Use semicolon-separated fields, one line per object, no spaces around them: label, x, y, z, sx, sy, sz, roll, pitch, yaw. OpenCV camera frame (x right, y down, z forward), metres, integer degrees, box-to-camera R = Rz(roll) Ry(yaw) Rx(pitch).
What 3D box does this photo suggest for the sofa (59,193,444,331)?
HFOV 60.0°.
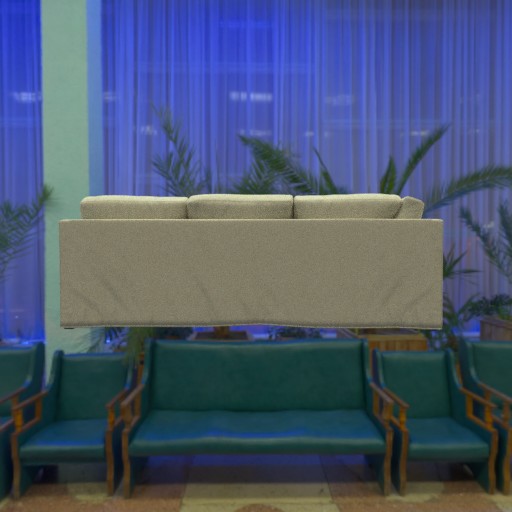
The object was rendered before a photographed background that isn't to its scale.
sofa;0.000;0.000;4.488;2.448;0.882;3.464;0;1;1
